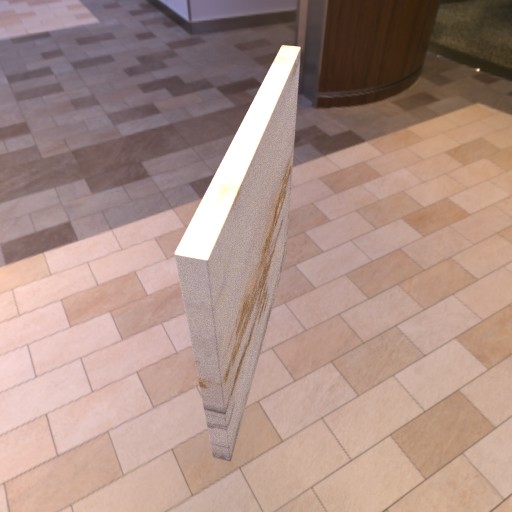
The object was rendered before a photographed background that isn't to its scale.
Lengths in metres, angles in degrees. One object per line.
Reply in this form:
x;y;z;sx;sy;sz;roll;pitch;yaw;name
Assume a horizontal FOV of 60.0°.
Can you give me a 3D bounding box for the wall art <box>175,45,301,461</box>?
0.000;0.000;0.914;0.040;0.613;0.611;10;47;9;wall art
